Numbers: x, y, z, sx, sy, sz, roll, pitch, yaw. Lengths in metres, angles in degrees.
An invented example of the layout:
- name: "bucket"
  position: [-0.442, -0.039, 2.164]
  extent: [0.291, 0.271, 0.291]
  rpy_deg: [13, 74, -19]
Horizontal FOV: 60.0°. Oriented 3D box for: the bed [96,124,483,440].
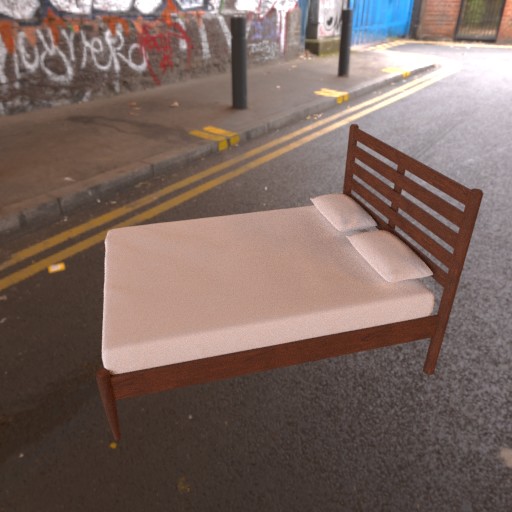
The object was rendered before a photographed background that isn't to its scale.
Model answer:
- name: "bed"
  position: [0.000, 0.000, 3.037]
  extent: [2.093, 1.304, 1.509]
  rpy_deg: [-8, 31, -13]
